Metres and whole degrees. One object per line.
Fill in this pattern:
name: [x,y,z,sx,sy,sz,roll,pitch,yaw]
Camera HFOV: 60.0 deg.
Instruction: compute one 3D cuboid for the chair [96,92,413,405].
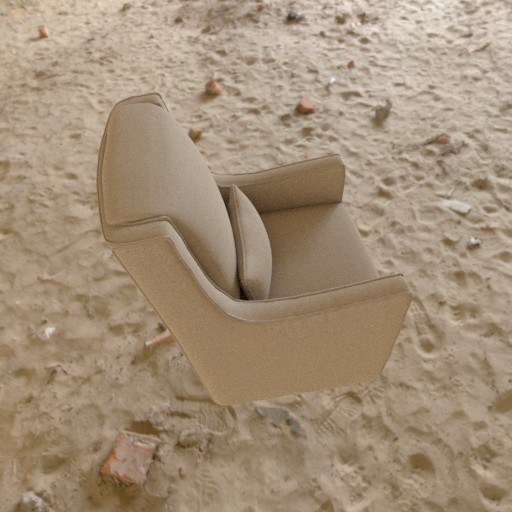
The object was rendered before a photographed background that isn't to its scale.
chair: [0.000,0.000,1.595,0.879,0.993,0.732,-8,48,-7]
